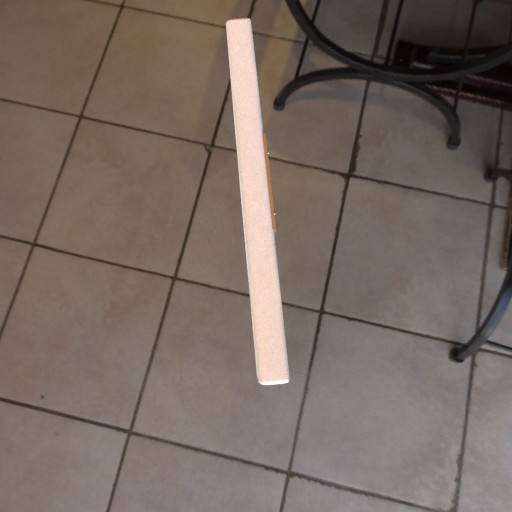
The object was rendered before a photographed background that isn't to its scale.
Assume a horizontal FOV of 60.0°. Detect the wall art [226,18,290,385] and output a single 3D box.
[{"bbox_3d":[0.000,0.000,1.122,0.048,0.916,0.602,-5,75,-1],"label":"wall art"}]
